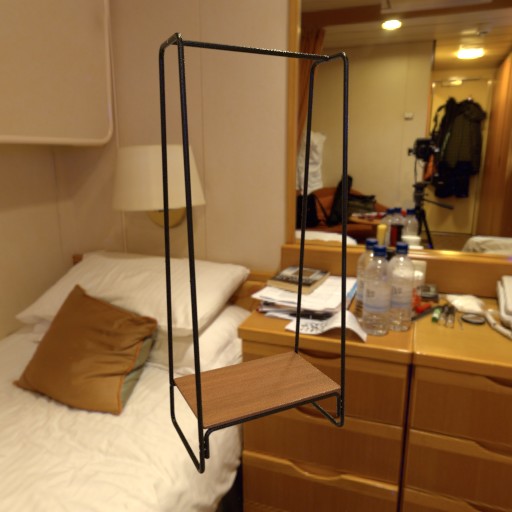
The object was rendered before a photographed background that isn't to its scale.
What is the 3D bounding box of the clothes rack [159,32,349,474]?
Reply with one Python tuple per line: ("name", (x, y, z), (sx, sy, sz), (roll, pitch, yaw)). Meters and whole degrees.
("clothes rack", (0.000, 0.000, 1.728), (0.640, 1.500, 0.400), (-7, 15, -26))
